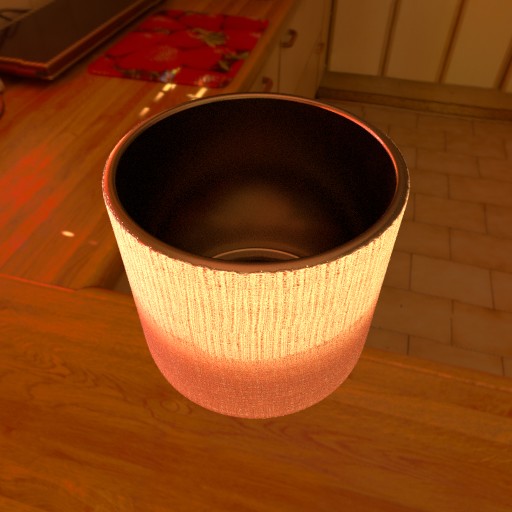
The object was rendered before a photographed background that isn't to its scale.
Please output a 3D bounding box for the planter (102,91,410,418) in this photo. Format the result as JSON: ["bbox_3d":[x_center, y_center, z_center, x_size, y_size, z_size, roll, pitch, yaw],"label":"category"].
[{"bbox_3d":[0.000,0.000,0.391,0.221,0.201,0.221,0,46,0],"label":"planter"}]
